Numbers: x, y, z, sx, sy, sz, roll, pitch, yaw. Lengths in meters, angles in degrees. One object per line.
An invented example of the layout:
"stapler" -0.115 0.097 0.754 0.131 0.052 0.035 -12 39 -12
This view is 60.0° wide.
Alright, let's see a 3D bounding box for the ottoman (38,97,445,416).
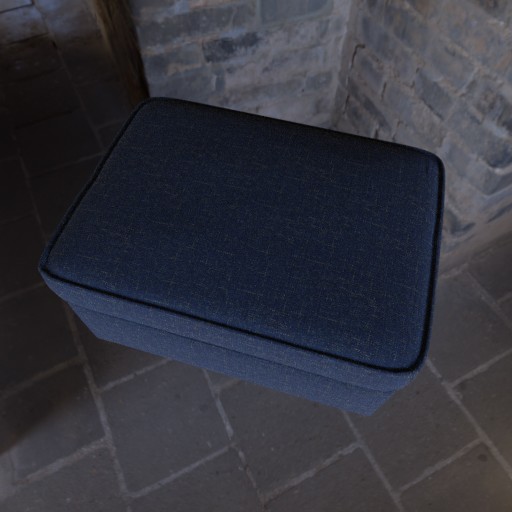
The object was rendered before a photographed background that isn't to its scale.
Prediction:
"ottoman" 0.000 0.000 1.065 0.749 0.450 0.549 14 59 8
